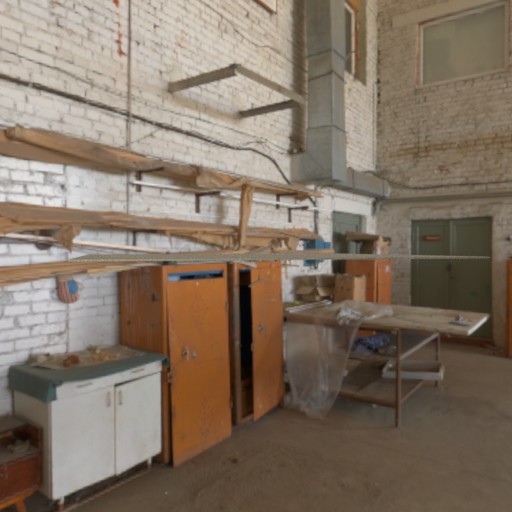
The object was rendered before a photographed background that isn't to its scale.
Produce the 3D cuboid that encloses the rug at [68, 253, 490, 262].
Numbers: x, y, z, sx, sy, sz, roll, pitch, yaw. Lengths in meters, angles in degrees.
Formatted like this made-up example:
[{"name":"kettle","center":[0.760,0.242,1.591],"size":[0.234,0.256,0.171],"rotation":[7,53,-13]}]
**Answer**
[{"name":"rug","center":[0.000,0.000,3.507],"size":[2.584,0.011,2.073],"rotation":[0,1,-18]}]
